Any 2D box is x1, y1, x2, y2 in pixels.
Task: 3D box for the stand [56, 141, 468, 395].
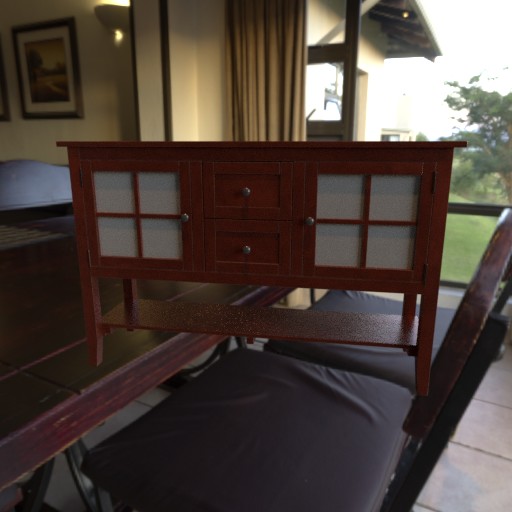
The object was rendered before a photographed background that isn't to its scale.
[{"bbox_3d":[0.000,0.000,1.739,1.362,0.872,0.410,2,15,9],"label":"stand"}]
